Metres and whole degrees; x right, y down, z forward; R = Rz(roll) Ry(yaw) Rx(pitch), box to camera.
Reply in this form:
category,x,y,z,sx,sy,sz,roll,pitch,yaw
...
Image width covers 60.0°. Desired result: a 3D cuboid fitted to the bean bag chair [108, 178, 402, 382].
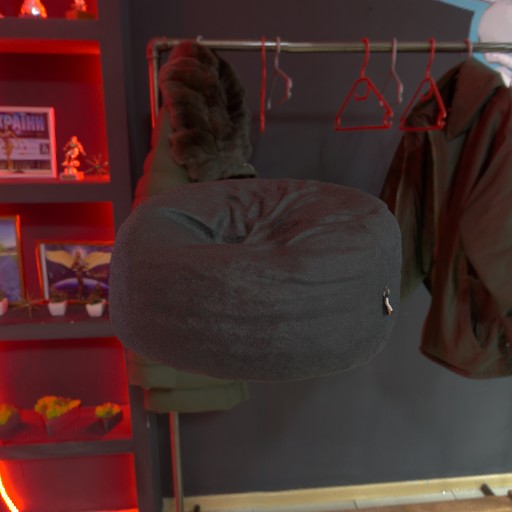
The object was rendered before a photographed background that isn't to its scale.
category,x,y,z,sx,sy,sz,roll,pitch,yaw
bean bag chair,0.000,0.000,2.383,1.525,0.751,1.525,0,15,0
